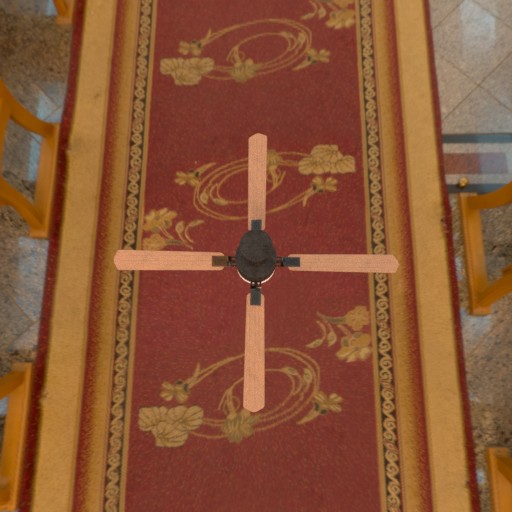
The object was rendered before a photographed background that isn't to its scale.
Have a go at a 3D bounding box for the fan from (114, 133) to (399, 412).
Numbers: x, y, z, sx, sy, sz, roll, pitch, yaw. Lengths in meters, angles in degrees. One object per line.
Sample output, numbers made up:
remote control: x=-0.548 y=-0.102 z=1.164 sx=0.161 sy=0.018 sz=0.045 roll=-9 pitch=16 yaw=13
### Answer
fan: x=0.000 y=0.000 z=1.952 sx=1.320 sy=0.355 sz=1.320 roll=1 pitch=76 yaw=0
